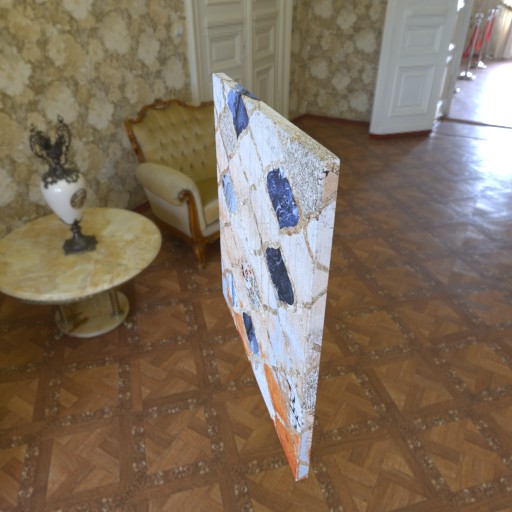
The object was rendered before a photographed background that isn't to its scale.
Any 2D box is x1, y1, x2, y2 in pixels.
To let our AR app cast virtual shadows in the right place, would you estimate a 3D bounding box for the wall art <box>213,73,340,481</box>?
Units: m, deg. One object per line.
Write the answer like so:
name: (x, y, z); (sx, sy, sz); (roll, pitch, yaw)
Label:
wall art: (0.000, 0.000, 1.355); (0.039, 0.914, 0.912); (-9, 32, -14)
